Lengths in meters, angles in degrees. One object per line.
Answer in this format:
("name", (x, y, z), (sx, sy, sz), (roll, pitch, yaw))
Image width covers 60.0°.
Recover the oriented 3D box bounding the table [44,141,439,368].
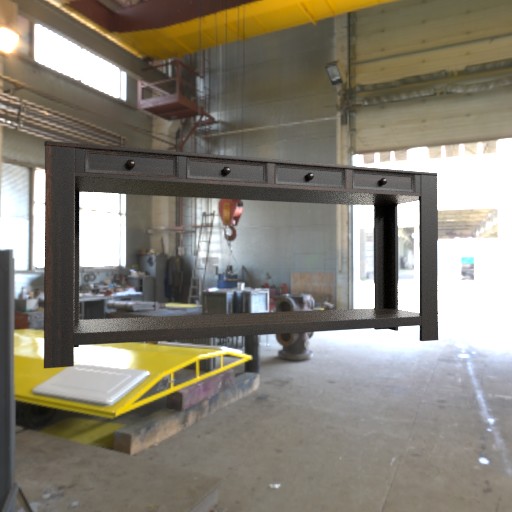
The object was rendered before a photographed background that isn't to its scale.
("table", (0.000, 0.000, 1.921), (1.631, 0.762, 0.384), (0, -1, -19))
